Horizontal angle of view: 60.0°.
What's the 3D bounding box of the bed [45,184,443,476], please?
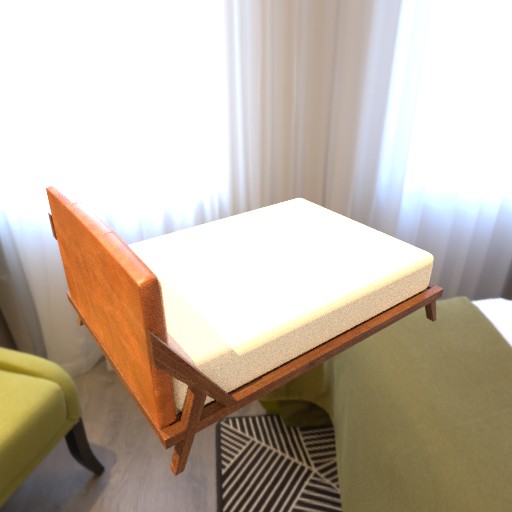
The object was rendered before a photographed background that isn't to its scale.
[{"bbox_3d":[0.000,0.000,3.199,2.311,1.168,1.651,-19,33,-32],"label":"bed"}]
